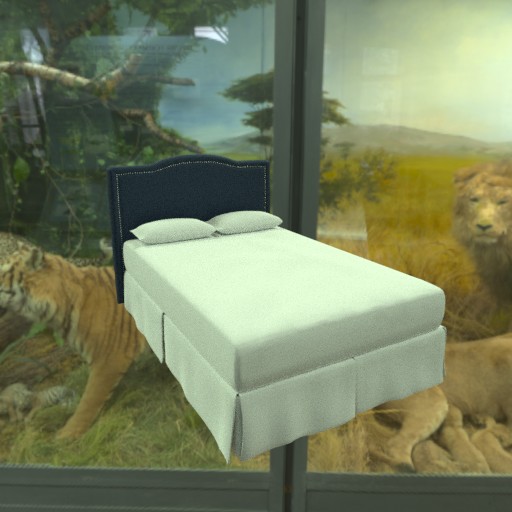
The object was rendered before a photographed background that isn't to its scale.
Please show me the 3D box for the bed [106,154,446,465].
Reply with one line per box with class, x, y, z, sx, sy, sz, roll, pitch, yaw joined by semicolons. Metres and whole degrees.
bed;0.000;0.000;3.534;1.741;1.441;2.507;-9;19;-28
